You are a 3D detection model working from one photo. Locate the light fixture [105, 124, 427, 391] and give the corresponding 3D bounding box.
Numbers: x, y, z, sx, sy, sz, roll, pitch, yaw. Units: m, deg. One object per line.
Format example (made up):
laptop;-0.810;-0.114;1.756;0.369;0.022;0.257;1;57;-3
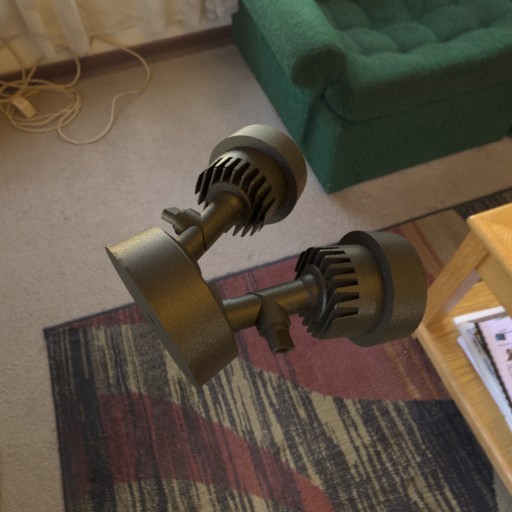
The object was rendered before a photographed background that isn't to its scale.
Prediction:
light fixture;0.000;0.000;0.314;0.168;0.120;0.213;-33;64;-19
